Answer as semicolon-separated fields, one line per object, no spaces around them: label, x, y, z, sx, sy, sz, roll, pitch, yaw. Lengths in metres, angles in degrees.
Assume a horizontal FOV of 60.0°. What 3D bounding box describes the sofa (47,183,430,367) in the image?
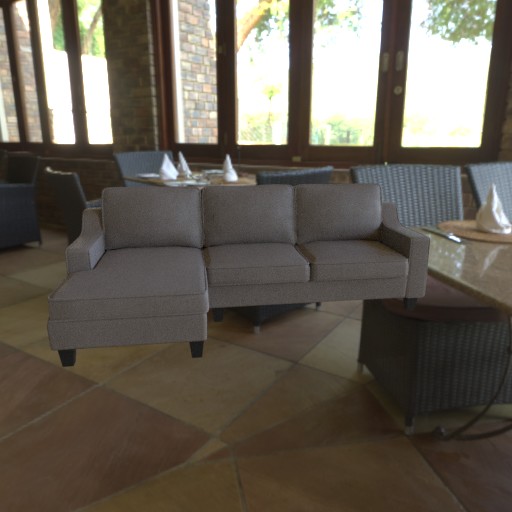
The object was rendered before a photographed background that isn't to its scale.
sofa;0.000;0.000;3.207;2.561;0.928;1.294;-2;15;-8
